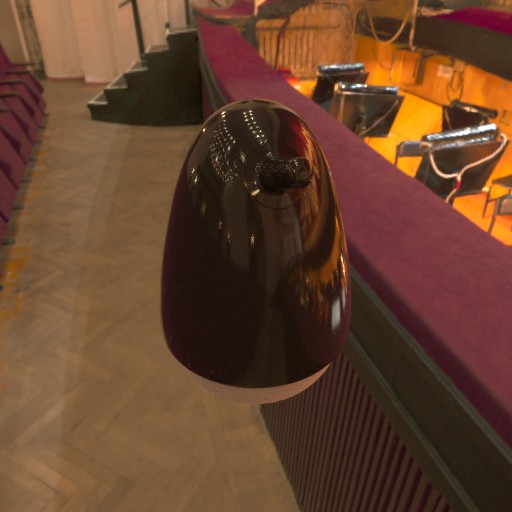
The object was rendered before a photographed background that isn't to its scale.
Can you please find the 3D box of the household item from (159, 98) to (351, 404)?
[{"bbox_3d":[0.000,0.000,0.222,0.102,0.152,0.104,-10,34,-15],"label":"household item"}]
